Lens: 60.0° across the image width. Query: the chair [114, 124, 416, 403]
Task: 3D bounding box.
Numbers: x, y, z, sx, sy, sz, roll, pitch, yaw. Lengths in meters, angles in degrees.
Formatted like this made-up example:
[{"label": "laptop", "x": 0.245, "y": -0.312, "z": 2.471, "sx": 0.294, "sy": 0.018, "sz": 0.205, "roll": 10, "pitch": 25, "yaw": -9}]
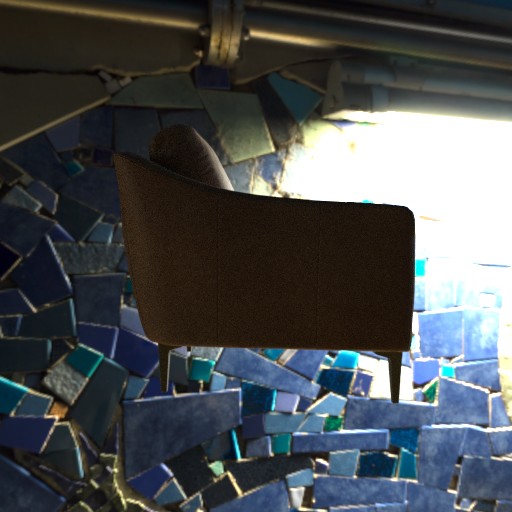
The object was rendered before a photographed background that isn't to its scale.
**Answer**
[{"label": "chair", "x": 0.000, "y": 0.000, "z": 1.778, "sx": 0.963, "sy": 0.895, "sz": 0.988, "roll": 0, "pitch": 0, "yaw": -1}]
